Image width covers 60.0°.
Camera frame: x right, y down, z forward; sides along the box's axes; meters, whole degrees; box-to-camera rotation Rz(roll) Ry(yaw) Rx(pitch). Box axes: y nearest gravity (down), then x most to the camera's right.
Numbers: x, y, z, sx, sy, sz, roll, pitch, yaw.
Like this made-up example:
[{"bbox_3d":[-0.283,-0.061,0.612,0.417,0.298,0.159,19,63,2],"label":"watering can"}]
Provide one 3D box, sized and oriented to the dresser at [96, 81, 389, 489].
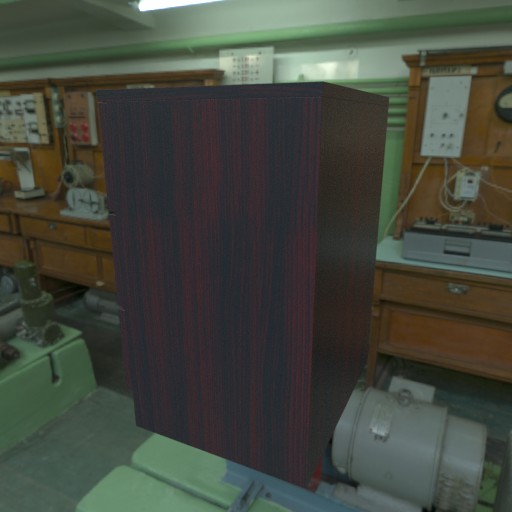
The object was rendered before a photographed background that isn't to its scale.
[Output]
[{"bbox_3d":[0.000,0.000,0.816,0.360,0.560,0.400,8,19,25],"label":"dresser"}]
